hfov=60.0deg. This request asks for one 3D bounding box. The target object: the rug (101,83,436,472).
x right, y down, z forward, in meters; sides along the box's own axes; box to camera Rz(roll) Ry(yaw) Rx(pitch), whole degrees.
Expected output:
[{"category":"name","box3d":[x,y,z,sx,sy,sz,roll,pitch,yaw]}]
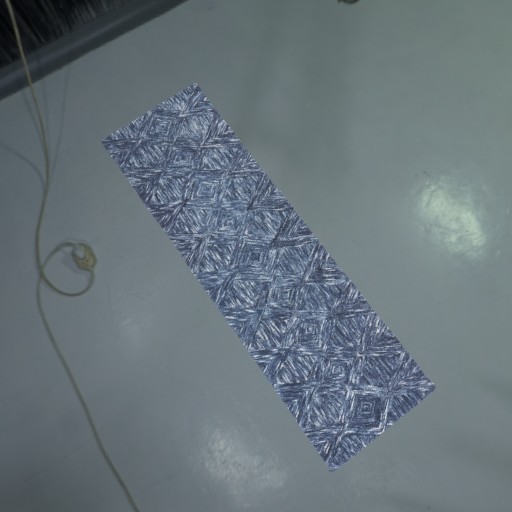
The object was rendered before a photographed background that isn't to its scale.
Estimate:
[{"category":"rug","box3d":[0.000,0.000,2.537,0.719,0.013,2.306,-35,78,-8]}]
